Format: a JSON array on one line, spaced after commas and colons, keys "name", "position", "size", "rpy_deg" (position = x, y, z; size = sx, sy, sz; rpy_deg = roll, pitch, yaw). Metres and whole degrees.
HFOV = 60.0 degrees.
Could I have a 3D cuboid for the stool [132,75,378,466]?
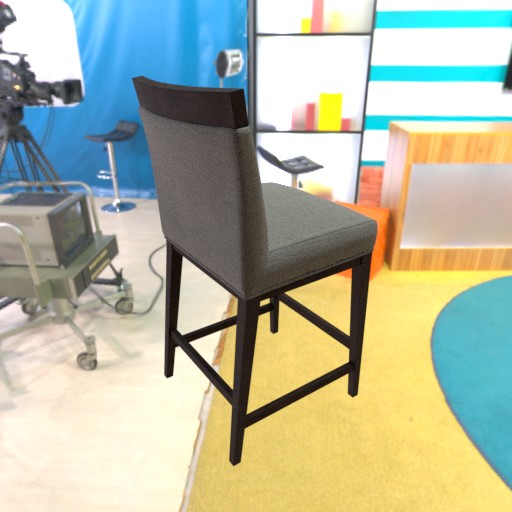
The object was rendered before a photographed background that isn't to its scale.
[{"name": "stool", "position": [0.000, 0.000, 1.349], "size": [0.531, 1.009, 0.512], "rpy_deg": [-17, 30, -31]}]
